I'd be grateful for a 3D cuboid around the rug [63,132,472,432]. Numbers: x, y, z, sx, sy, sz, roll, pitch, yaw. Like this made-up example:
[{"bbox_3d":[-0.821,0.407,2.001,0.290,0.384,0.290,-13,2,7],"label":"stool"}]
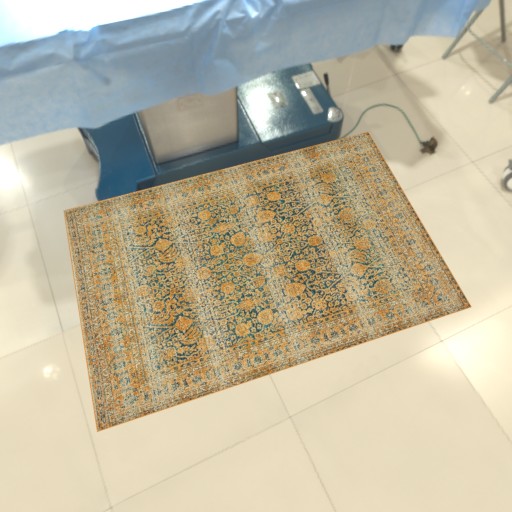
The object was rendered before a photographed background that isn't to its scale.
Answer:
[{"bbox_3d":[0.000,0.000,2.936,2.336,0.007,1.525,-16,64,-8],"label":"rug"}]
